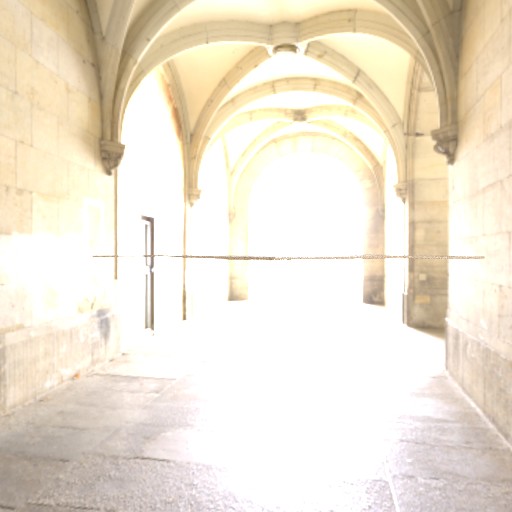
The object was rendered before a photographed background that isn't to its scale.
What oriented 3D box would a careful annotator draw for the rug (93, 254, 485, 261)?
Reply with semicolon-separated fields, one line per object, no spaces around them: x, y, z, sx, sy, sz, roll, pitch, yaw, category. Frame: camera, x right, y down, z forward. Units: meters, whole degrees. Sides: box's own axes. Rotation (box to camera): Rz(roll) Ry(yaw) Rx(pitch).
0.000;0.000;2.325;1.179;0.022;1.820;0;0;-36;rug
